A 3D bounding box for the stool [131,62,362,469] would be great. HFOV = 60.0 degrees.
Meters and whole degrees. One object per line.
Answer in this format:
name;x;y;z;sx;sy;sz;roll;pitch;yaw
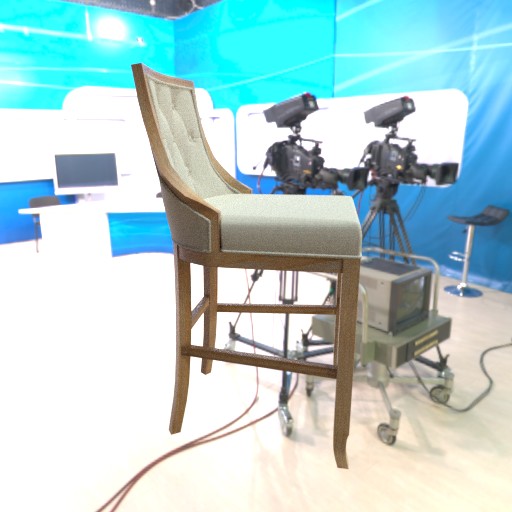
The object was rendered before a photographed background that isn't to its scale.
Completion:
stool;0.000;0.000;1.420;0.626;1.101;0.524;3;16;9
